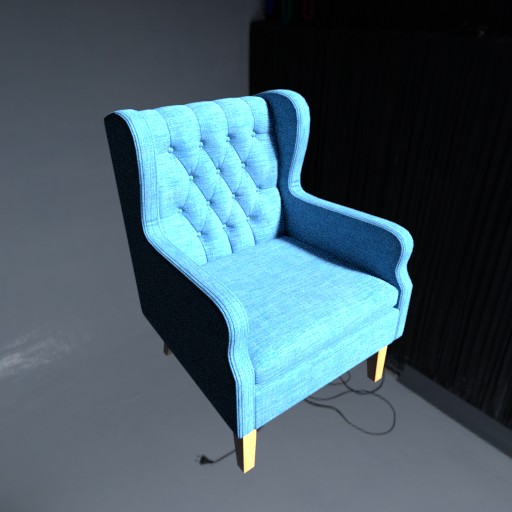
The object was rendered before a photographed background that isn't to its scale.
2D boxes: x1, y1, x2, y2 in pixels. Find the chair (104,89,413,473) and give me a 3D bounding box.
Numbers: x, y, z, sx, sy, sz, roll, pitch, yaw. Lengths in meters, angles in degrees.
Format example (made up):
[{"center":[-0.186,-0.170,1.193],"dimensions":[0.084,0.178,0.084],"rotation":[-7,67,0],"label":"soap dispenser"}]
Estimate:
[{"center":[0.000,0.000,1.499],"dimensions":[0.711,0.952,0.775],"rotation":[-21,35,-32],"label":"chair"}]
